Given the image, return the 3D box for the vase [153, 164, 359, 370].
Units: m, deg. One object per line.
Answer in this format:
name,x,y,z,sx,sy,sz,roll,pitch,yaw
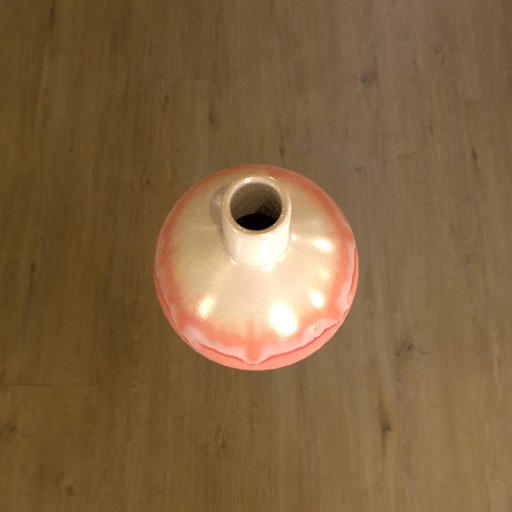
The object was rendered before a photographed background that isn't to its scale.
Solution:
vase,0.000,0.000,0.273,0.137,0.176,0.137,0,76,0
